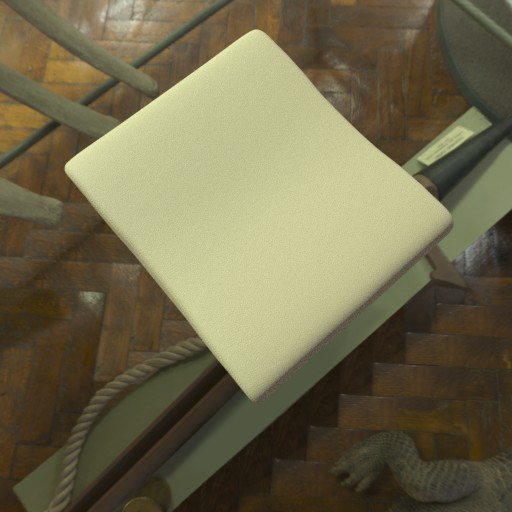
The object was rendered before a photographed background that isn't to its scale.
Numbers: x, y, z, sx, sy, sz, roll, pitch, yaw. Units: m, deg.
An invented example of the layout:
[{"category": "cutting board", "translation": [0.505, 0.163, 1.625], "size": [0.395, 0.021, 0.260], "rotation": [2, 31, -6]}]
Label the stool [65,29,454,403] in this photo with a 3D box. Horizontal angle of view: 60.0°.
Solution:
[{"category": "stool", "translation": [0.000, 0.000, 1.023], "size": [0.401, 0.762, 0.471], "rotation": [-40, 79, -10]}]
